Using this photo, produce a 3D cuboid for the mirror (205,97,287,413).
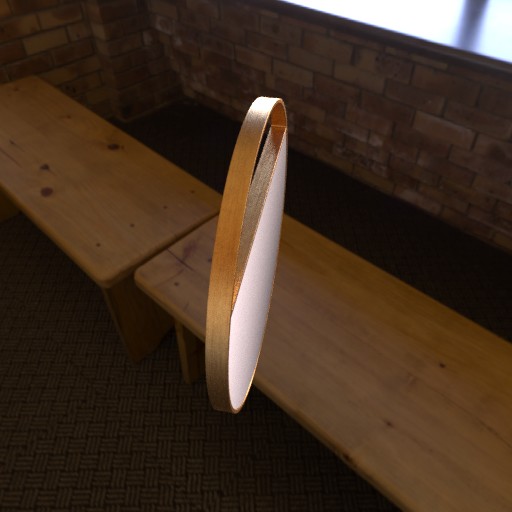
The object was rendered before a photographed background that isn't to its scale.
[{"bbox_3d":[0.000,0.000,0.838,0.032,0.565,0.565,8,46,8],"label":"mirror"}]
